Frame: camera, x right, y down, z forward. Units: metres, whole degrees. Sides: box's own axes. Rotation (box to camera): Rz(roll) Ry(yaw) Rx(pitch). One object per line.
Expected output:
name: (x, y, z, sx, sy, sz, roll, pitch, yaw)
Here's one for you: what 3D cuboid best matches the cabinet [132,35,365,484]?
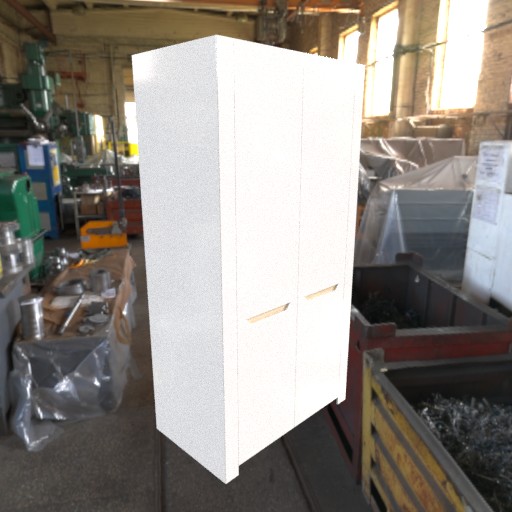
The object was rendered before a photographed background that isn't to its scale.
cabinet: (0.000, 0.000, 2.351, 0.580, 1.920, 0.980, 14, 21, 43)
